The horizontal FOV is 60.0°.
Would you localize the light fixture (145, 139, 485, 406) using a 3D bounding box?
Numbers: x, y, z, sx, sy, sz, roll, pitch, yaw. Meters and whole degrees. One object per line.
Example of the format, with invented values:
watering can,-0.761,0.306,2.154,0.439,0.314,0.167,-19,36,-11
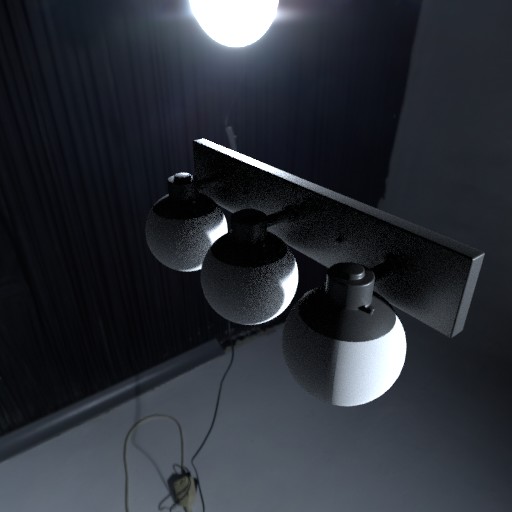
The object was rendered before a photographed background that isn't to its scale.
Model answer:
light fixture,0.000,0.000,0.844,0.218,0.263,0.721,-20,35,-32
